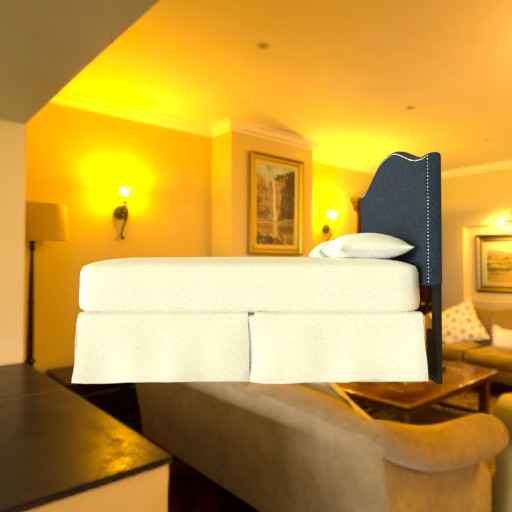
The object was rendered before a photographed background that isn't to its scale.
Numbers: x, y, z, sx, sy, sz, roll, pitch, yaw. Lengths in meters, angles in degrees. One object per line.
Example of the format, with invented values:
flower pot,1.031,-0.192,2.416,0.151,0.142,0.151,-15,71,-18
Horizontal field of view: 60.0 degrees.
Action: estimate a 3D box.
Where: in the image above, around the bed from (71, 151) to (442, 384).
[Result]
bed,0.000,0.000,3.345,2.153,1.518,1.713,0,-1,0
